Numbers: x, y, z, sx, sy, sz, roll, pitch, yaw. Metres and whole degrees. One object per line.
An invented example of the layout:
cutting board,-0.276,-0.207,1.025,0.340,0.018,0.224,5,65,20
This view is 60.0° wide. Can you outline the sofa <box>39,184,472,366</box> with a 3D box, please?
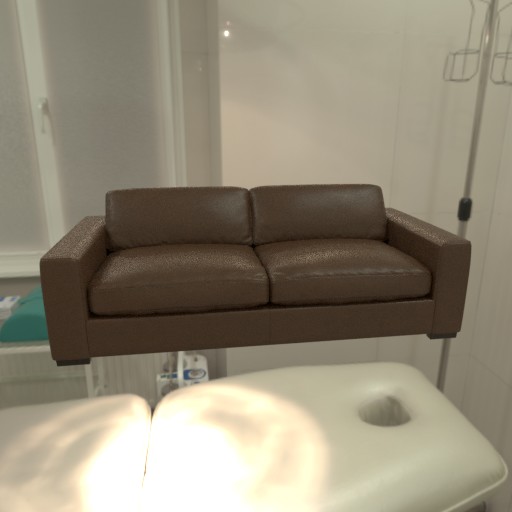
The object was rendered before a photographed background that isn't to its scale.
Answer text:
sofa,0.000,0.000,2.788,2.262,0.801,1.070,-2,17,-8
